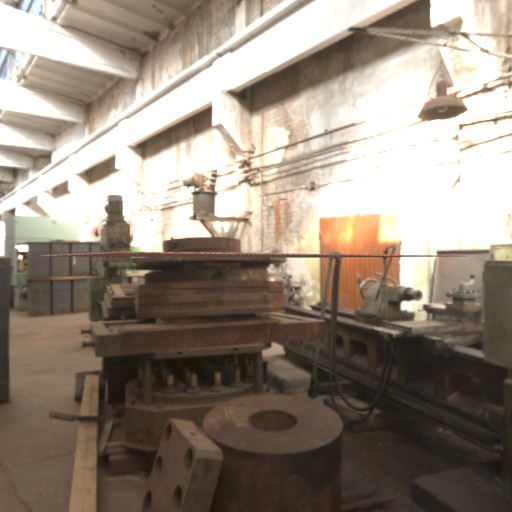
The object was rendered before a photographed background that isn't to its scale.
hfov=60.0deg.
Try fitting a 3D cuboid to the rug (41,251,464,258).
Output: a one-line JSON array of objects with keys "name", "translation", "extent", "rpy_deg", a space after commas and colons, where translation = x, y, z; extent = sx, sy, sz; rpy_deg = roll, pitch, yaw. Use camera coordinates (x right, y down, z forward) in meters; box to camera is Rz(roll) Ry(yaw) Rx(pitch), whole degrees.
[{"name": "rug", "translation": [0.000, 0.000, 2.272], "extent": [1.829, 0.006, 1.219], "rpy_deg": [0, -1, -35]}]
